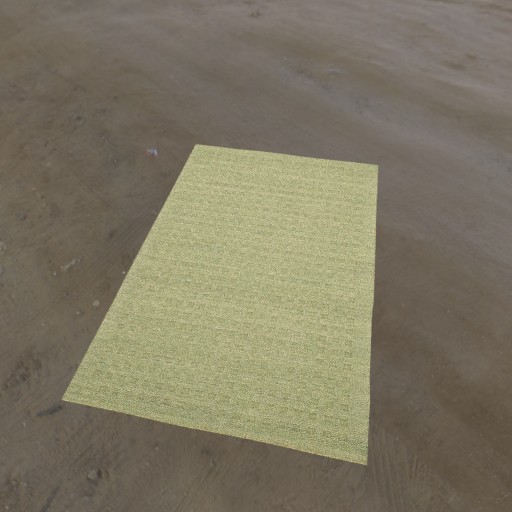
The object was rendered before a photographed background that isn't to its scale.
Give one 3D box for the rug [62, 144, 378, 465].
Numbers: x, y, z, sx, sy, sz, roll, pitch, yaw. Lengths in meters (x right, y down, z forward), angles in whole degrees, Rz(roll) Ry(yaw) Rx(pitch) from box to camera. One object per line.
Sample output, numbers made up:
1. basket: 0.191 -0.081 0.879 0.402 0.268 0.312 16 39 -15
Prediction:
1. rug: 0.000 0.000 2.173 1.143 0.006 1.747 9 48 8
